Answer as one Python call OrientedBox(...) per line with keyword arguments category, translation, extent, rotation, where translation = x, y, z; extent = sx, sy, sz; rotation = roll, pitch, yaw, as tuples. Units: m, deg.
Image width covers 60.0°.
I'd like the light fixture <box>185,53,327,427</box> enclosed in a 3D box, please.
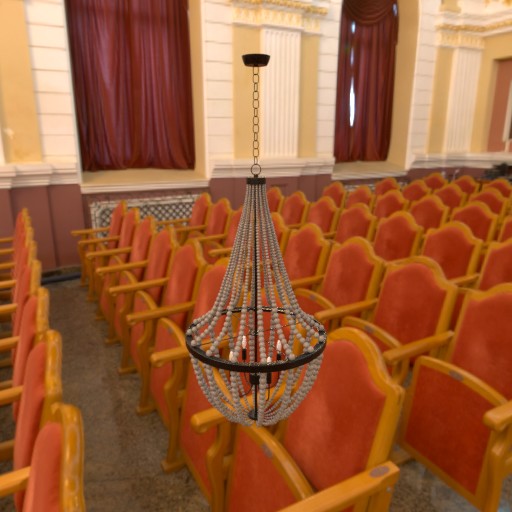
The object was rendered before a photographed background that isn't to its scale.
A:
OrientedBox(category="light fixture", translation=(0.000, 0.000, 1.360), extent=(0.450, 1.133, 0.450), rotation=(0, 15, 0))
